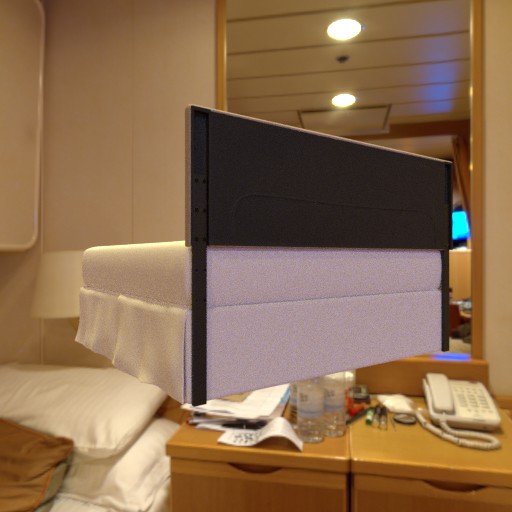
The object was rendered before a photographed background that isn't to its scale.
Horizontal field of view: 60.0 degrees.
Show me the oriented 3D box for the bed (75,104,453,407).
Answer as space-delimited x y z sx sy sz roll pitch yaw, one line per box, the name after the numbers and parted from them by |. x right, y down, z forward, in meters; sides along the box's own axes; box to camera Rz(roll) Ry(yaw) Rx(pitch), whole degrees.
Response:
0.000 0.000 3.324 2.170 1.346 1.914 0 0 -36 | bed
